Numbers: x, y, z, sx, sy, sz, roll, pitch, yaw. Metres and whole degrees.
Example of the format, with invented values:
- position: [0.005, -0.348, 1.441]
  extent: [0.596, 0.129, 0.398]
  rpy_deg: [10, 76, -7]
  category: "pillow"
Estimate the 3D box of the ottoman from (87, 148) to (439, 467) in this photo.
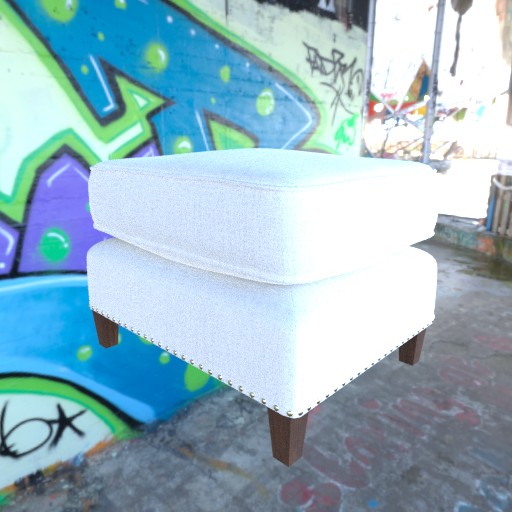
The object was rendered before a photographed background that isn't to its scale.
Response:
- position: [0.000, 0.000, 1.136]
  extent: [0.738, 0.537, 0.589]
  rpy_deg: [14, 21, 42]
  category: "ottoman"
